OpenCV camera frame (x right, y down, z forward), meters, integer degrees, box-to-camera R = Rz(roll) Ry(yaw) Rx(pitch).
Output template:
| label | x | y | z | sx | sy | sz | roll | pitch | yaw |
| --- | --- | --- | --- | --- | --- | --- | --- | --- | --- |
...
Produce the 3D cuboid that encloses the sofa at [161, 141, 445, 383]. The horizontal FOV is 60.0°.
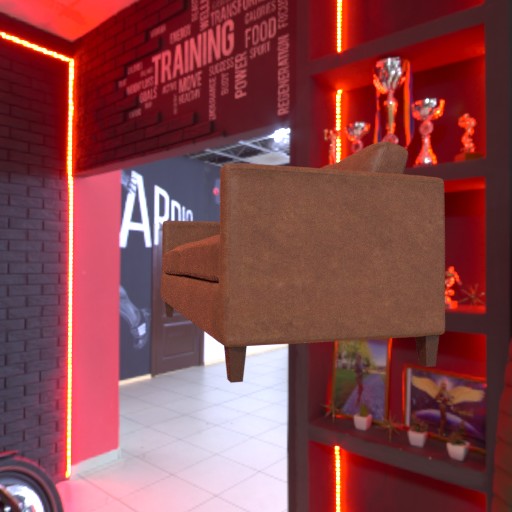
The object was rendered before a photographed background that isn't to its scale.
| label | x | y | z | sx | sy | sz | roll | pitch | yaw |
| --- | --- | --- | --- | --- | --- | --- | --- | --- | --- |
| sofa | 0.000 | 0.000 | 2.685 | 0.950 | 0.932 | 2.204 | 0 | -1 | -17 |
